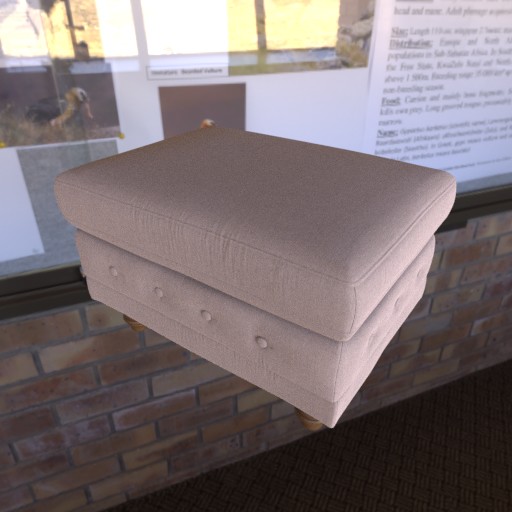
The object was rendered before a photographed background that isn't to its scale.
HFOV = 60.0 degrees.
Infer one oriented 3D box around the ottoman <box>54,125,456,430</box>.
[{"bbox_3d":[0.000,0.000,1.122,0.771,0.500,0.569,20,36,30],"label":"ottoman"}]
